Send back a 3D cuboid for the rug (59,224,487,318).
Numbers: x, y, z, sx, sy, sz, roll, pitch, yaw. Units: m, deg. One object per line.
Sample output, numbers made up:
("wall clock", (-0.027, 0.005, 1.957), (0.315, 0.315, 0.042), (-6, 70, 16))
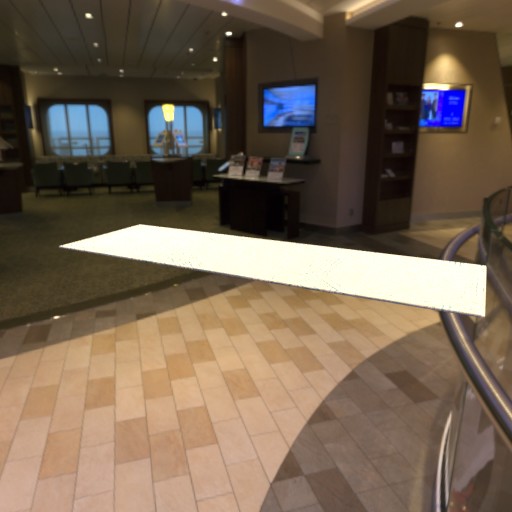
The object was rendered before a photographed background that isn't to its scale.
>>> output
("rug", (0.000, 0.000, 2.642), (2.452, 0.012, 0.775), (8, 18, 26))
